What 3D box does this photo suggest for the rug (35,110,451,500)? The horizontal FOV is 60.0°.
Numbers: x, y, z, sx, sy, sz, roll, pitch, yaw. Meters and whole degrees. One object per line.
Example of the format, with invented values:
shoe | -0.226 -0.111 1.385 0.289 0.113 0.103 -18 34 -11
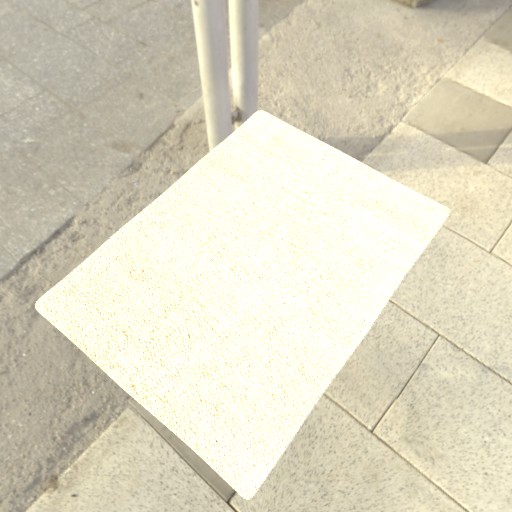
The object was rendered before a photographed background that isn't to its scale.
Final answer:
rug | 0.000 0.000 2.051 1.200 0.027 1.600 34 64 19
